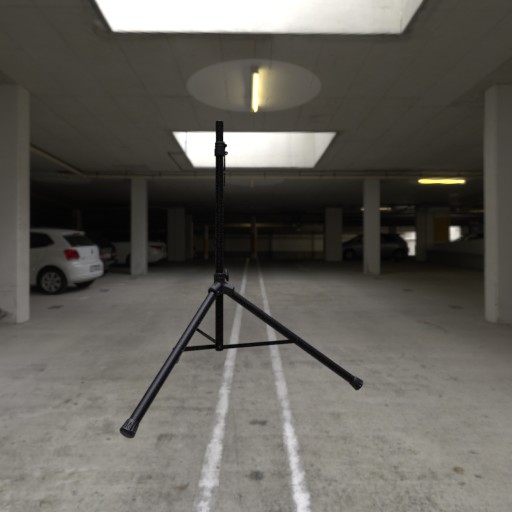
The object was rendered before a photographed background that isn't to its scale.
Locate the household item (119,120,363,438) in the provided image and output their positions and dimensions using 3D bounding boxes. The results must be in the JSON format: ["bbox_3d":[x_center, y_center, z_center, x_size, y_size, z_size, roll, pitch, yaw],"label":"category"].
[{"bbox_3d":[0.000,0.000,1.872,0.907,1.136,1.045,0,-1,-1],"label":"household item"}]
